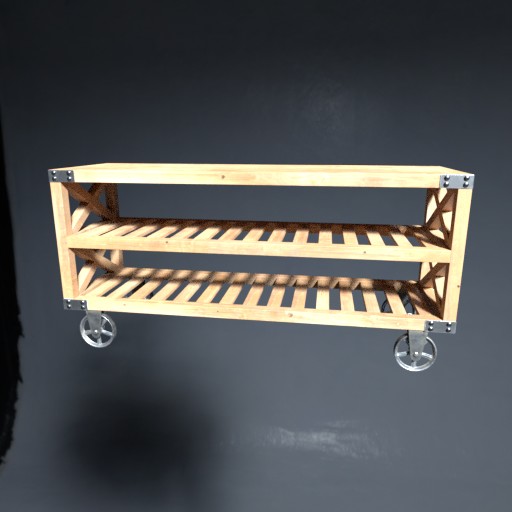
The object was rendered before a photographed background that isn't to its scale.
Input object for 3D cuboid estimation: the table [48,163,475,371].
[{"bbox_3d":[0.000,0.000,1.821,1.487,0.711,0.467,2,15,9],"label":"table"}]
